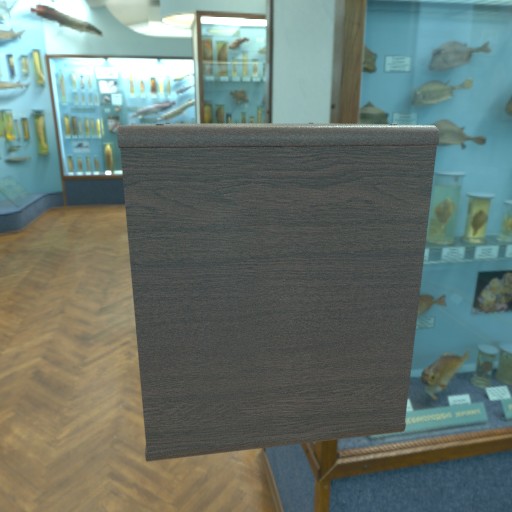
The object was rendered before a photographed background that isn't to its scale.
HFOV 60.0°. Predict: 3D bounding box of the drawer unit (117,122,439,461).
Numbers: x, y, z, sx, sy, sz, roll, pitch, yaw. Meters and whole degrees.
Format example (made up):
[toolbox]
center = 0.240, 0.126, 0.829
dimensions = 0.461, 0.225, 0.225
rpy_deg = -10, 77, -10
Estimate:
[drawer unit]
center = 0.000, 0.000, 0.599
dimensions = 0.290, 0.344, 0.344
rpy_deg = -3, 17, -9
